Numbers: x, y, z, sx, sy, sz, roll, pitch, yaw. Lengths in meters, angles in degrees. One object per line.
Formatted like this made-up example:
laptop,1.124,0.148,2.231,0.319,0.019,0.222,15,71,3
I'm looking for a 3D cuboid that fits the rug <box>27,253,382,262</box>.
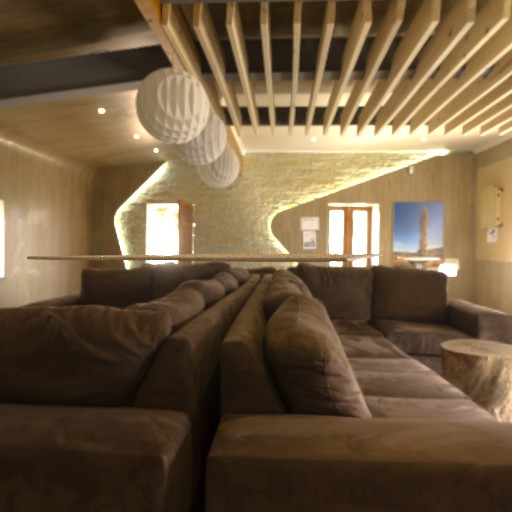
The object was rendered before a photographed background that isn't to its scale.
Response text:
rug,0.000,0.000,3.090,1.575,0.023,2.459,0,1,19
